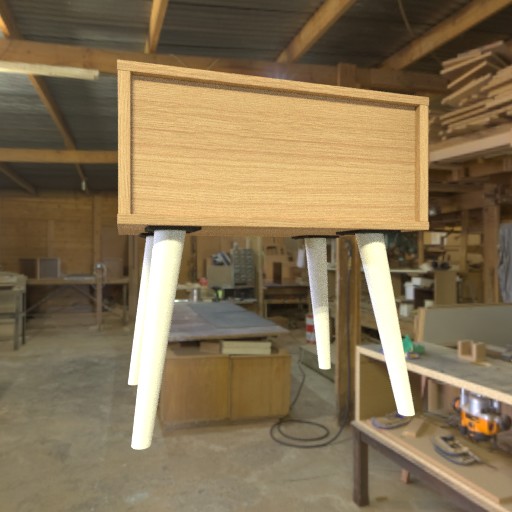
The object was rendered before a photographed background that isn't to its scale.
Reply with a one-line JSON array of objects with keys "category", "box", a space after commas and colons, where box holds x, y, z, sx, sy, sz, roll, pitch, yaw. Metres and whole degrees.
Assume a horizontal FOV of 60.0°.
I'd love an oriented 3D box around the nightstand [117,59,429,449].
[{"category": "nightstand", "box": [0.000, 0.000, 0.963, 0.571, 0.610, 0.407, 0, 0, -17]}]
